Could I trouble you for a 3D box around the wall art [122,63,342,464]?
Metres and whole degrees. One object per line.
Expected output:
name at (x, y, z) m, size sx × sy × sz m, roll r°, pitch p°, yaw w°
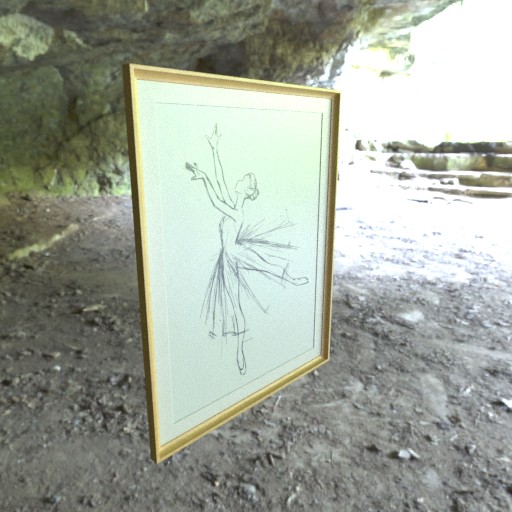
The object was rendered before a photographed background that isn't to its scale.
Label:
wall art at (0.000, 0.000, 1.351) m, size 0.030 × 1.002 × 0.798 m, roll 14°, pitch 21°, yaw 42°
